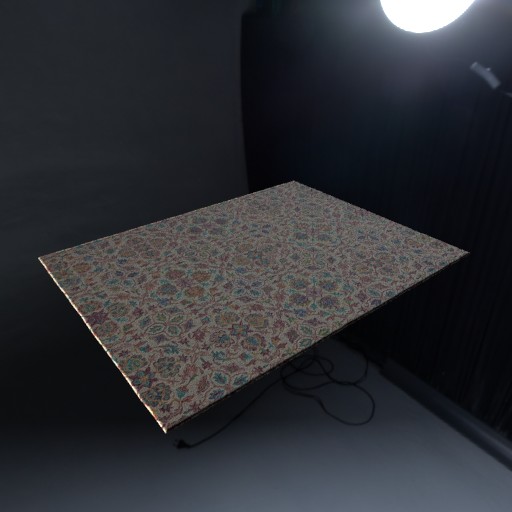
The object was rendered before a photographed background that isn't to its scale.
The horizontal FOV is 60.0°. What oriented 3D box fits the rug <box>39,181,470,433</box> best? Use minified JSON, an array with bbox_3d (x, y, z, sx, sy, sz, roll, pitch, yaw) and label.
[{"bbox_3d":[0.000,0.000,4.142,3.215,0.020,2.446,-22,37,-33],"label":"rug"}]
